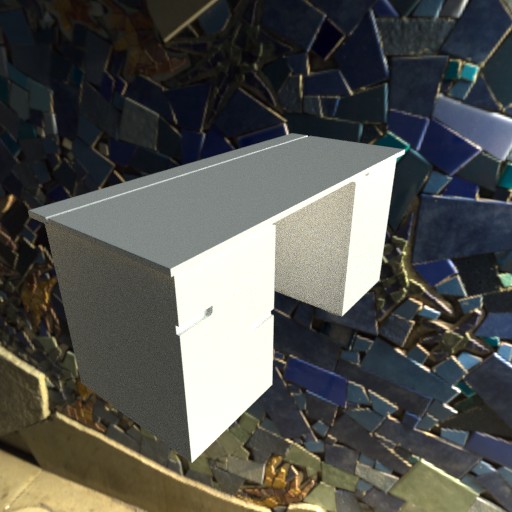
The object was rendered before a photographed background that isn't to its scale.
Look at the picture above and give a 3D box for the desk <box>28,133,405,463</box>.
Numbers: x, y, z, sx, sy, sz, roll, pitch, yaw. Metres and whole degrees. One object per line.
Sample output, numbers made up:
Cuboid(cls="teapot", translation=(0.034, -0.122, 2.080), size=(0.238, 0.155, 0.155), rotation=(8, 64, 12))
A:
Cuboid(cls="desk", translation=(0.000, 0.000, 1.998), size=(0.670, 0.760, 1.580), rotation=(19, 32, 33))
